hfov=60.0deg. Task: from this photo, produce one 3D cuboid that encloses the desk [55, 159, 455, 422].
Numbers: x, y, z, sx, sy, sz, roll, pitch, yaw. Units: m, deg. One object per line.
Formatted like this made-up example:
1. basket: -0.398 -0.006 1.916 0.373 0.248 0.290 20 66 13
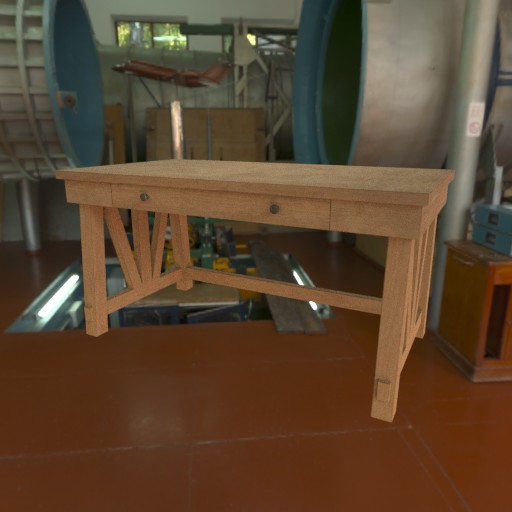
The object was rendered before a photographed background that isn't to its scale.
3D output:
1. desk: 0.000 0.000 1.994 1.499 0.762 0.813 8 18 27
